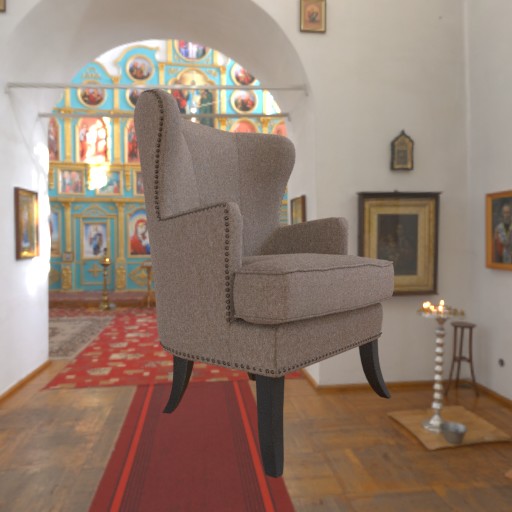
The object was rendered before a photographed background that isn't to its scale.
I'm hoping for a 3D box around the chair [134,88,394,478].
[{"bbox_3d":[0.000,0.000,1.570,0.758,1.060,0.759,0,0,37],"label":"chair"}]
